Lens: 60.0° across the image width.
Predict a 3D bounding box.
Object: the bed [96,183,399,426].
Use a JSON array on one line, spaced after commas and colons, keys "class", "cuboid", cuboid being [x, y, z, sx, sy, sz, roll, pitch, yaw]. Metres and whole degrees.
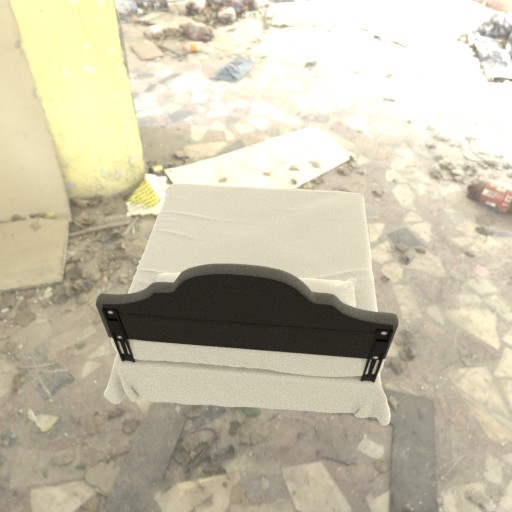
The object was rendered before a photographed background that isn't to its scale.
[{"class": "bed", "cuboid": [0.000, 0.000, 3.820, 2.303, 1.631, 2.222, 4, 45, 4]}]
